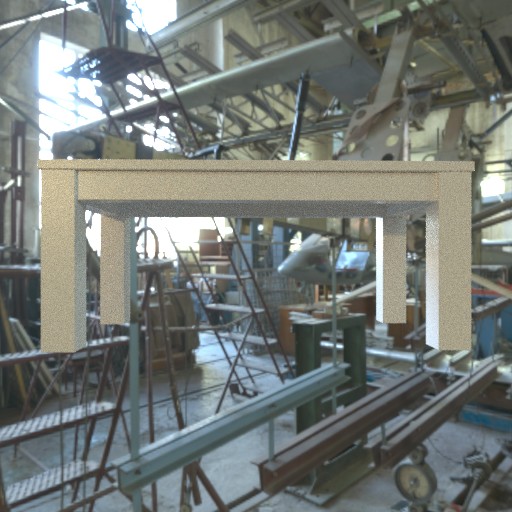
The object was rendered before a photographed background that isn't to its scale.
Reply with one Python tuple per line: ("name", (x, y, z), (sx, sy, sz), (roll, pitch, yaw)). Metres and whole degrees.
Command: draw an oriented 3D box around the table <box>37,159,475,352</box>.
("table", (0.000, 0.000, 2.273), (1.800, 0.790, 0.900), (0, 0, -1))
